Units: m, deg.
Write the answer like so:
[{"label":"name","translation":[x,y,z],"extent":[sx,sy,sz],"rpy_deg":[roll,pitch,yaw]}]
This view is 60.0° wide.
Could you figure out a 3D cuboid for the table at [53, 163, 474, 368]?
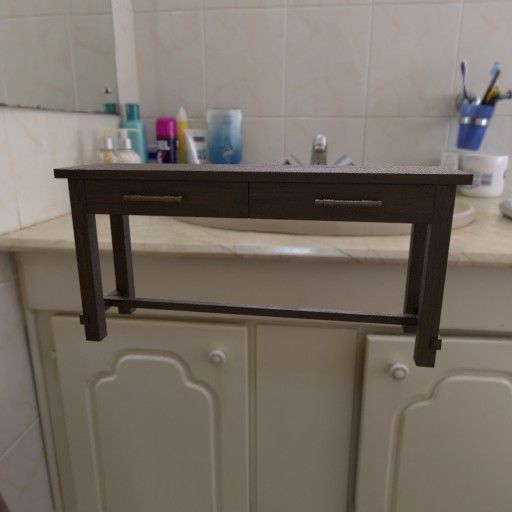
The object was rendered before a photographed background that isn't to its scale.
[{"label":"table","translation":[0.000,0.000,1.945],"extent":[1.599,0.762,0.442],"rpy_deg":[2,15,9]}]
